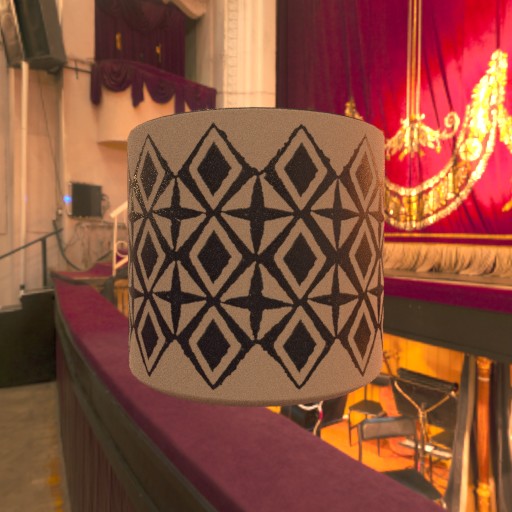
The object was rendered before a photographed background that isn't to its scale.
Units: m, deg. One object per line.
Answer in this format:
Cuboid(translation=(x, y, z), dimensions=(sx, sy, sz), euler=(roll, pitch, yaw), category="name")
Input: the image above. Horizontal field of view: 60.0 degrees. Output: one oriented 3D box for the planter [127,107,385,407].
Cuboid(translation=(0.000, 0.000, 0.286), dimensions=(0.159, 0.144, 0.159), euler=(0, 2, 0), category="planter")
